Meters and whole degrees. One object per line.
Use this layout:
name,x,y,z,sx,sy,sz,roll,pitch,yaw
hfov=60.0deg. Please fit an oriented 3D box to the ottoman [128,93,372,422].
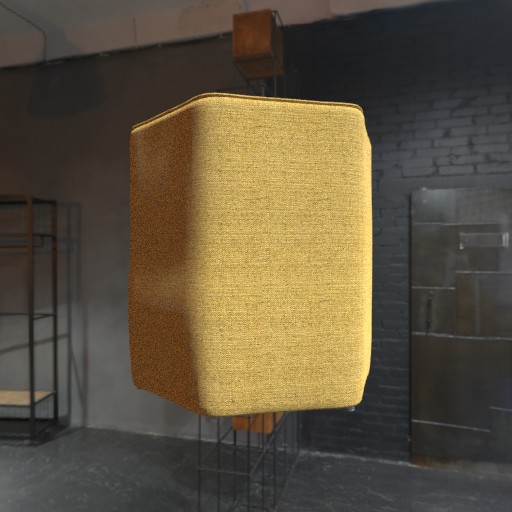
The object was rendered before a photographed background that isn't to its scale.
ottoman,0.000,0.000,0.890,0.443,0.502,0.494,0,0,18
